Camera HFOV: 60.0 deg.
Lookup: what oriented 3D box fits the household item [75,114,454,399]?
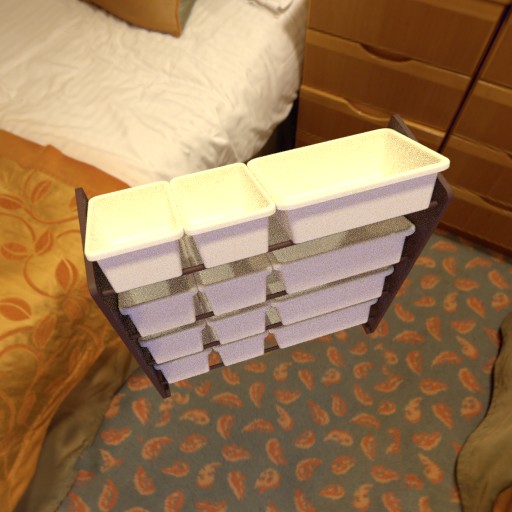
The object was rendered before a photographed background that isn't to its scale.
[{"bbox_3d":[0.000,0.000,1.295,0.787,0.864,0.389,-15,59,-9],"label":"household item"}]
